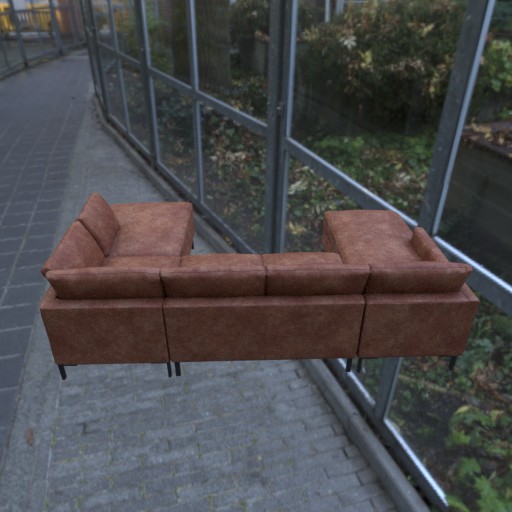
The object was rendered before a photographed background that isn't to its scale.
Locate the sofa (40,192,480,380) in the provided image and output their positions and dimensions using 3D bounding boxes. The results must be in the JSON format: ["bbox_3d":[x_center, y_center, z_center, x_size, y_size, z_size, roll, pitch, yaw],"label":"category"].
[{"bbox_3d":[0.000,0.000,3.833,2.956,0.900,1.939,-1,31,-2],"label":"sofa"}]
